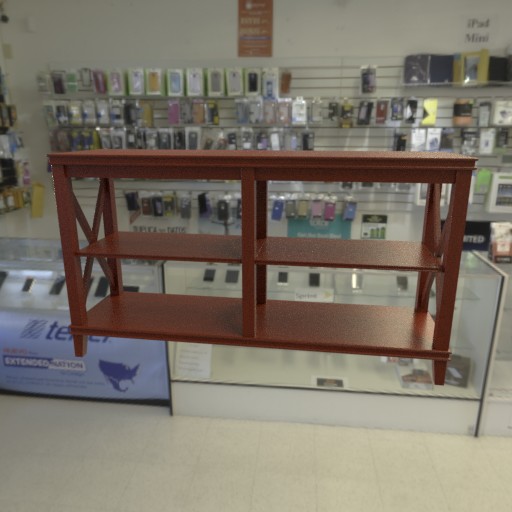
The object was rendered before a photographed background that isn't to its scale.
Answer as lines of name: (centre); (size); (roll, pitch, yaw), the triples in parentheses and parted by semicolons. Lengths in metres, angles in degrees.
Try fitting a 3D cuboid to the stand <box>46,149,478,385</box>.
stand: (0.000, 0.000, 1.677); (1.372, 0.762, 0.381); (2, 16, 8)
